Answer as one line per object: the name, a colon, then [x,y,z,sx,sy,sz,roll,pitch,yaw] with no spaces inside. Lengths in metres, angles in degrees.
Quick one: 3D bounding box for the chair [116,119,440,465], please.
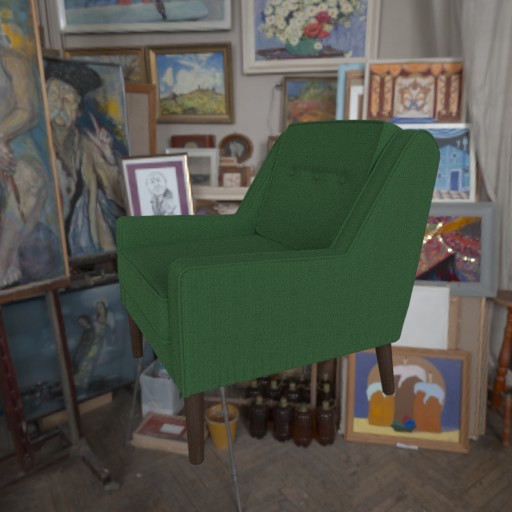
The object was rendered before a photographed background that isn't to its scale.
chair: [0.000,0.000,1.340,0.743,0.792,0.663,-8,17,-27]
